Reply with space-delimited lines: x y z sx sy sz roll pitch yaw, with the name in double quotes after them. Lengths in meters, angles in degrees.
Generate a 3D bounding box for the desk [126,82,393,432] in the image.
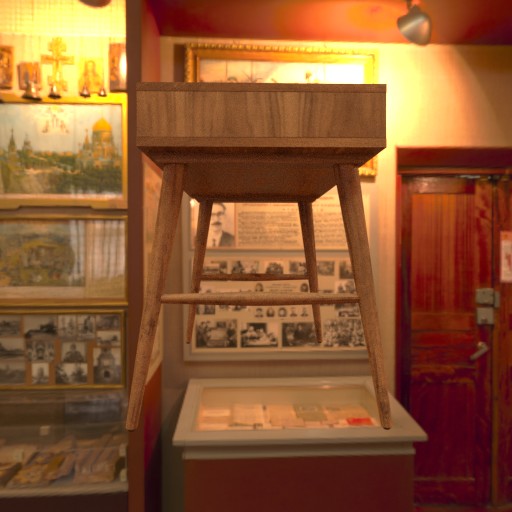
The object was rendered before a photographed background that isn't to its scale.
0.000 0.000 1.435 0.588 0.758 0.949 0 1 -1 "desk"
